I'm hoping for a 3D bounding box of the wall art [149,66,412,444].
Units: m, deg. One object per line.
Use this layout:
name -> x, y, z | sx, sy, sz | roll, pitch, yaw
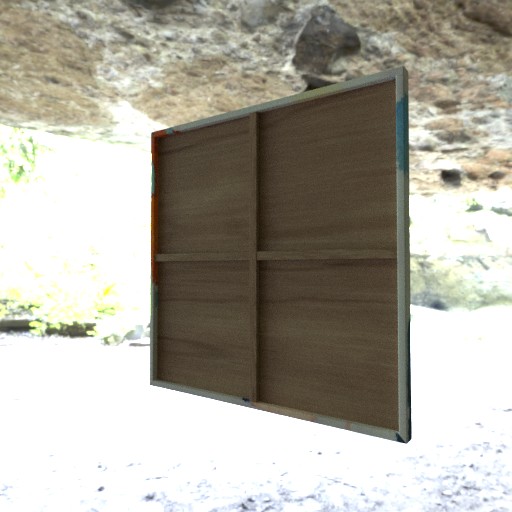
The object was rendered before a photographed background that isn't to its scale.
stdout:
wall art -> 0.000, 0.000, 1.501 | 1.017, 1.017, 0.044 | -1, -2, 36
